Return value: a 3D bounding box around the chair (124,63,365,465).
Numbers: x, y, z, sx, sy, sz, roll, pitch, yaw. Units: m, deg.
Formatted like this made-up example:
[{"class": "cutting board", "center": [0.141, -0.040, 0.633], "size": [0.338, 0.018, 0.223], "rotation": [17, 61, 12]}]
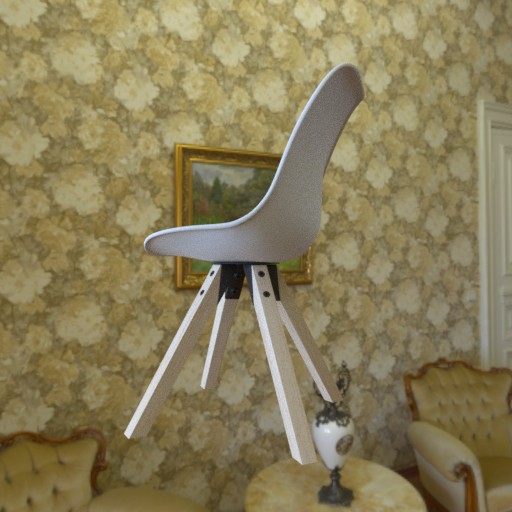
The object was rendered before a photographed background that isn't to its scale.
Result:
[{"class": "chair", "center": [0.000, 0.000, 1.162], "size": [0.550, 0.850, 0.485], "rotation": [0, 0, 18]}]
